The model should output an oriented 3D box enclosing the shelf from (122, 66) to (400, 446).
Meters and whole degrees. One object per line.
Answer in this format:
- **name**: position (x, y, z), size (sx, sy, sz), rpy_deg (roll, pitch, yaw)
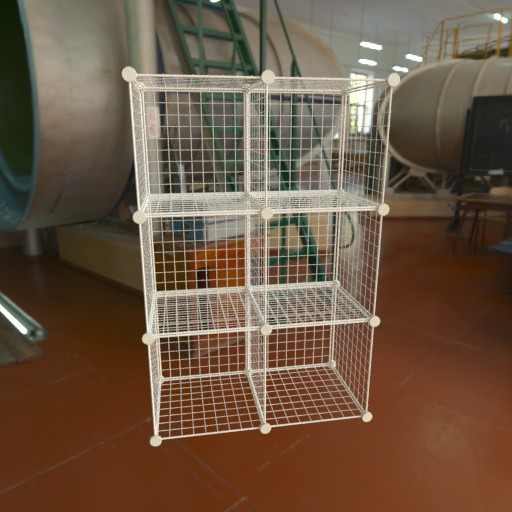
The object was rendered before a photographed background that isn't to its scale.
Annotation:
- **shelf**: position (0.000, 0.000, 1.423), size (0.711, 1.067, 0.356), rpy_deg (-3, 16, -10)
